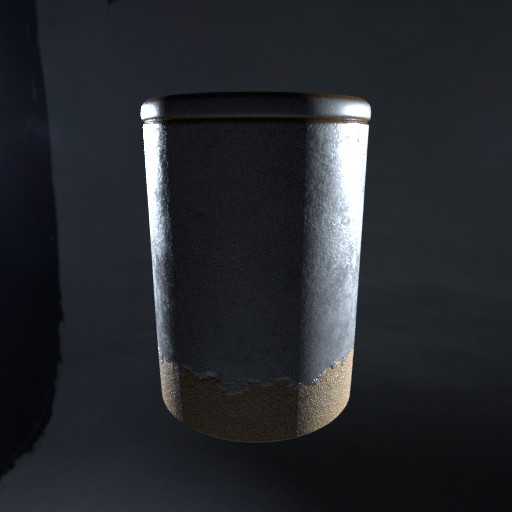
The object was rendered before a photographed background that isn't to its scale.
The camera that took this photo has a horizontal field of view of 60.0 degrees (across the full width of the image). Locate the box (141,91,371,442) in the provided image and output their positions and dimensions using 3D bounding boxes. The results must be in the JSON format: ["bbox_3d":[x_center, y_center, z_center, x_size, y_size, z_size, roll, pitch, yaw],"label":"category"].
[{"bbox_3d":[0.000,0.000,0.254,0.118,0.168,0.118,0,15,0],"label":"box"}]
